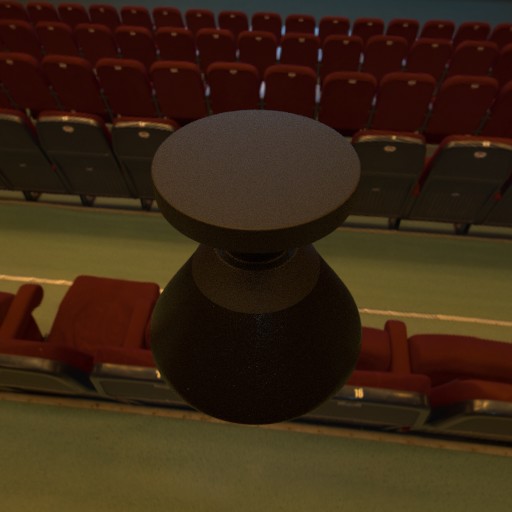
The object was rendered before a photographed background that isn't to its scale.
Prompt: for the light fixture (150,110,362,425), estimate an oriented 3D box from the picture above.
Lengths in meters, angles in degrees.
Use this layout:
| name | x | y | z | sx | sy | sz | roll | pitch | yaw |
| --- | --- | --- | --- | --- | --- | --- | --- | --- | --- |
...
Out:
| name | x | y | z | sx | sy | sz | roll | pitch | yaw |
| --- | --- | --- | --- | --- | --- | --- | --- | --- | --- |
| light fixture | 0.000 | 0.000 | 0.360 | 0.200 | 0.183 | 0.200 | 0 | 46 | 0 |
